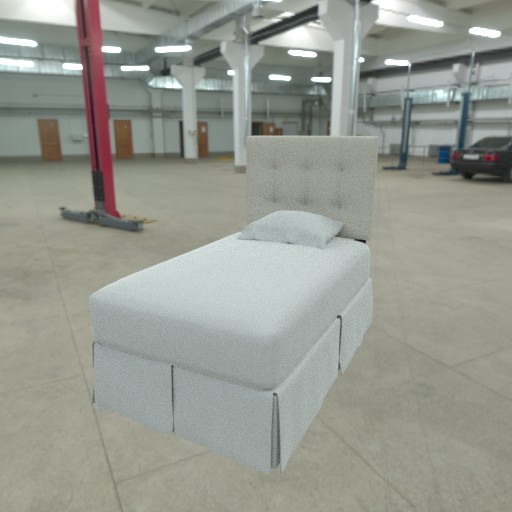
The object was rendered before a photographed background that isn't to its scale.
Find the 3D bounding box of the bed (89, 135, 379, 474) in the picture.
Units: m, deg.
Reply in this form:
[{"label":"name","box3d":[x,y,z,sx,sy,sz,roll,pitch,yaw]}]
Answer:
[{"label":"bed","box3d":[0.000,0.000,3.025,1.261,1.571,1.997,8,17,26]}]
